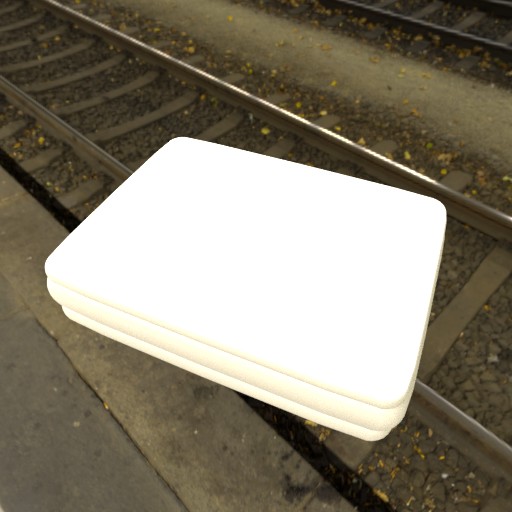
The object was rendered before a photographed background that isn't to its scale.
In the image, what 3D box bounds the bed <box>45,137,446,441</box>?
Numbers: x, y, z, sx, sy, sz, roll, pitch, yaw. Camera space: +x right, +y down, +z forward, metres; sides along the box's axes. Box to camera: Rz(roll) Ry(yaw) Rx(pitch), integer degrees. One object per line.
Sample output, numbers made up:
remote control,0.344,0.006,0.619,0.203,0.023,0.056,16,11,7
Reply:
bed,0.000,0.000,2.663,2.036,0.460,1.520,18,49,16
